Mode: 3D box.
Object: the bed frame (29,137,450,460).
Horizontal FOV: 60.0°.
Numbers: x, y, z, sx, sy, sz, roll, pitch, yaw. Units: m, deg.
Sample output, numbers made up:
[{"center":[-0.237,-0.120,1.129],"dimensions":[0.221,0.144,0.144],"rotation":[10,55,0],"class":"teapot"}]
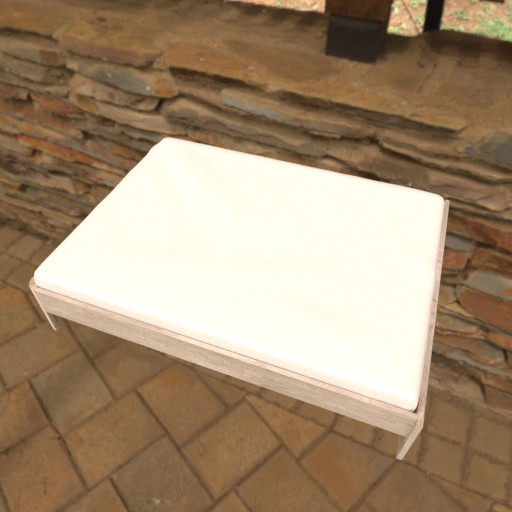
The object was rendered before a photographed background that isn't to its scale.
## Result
[{"center":[0.000,0.000,2.533],"dimensions":[1.950,0.462,1.490],"rotation":[15,48,14],"class":"bed frame"}]
